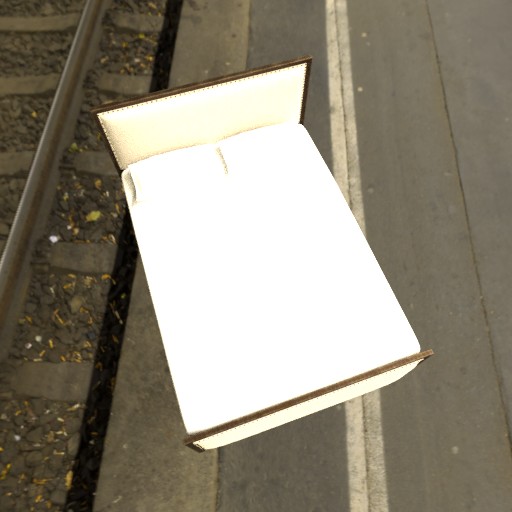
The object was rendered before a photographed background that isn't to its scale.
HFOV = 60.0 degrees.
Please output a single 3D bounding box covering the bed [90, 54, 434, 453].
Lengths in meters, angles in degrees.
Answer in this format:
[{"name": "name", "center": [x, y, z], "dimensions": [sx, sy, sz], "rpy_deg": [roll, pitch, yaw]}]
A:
[{"name": "bed", "center": [0.000, 0.000, 3.211], "dimensions": [1.607, 1.313, 2.221], "rpy_deg": [-17, 64, -9]}]
